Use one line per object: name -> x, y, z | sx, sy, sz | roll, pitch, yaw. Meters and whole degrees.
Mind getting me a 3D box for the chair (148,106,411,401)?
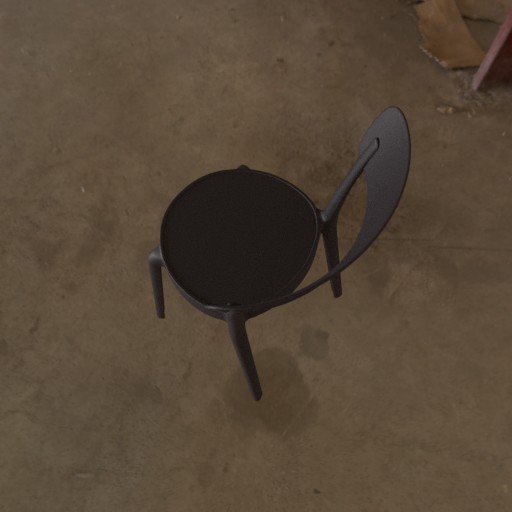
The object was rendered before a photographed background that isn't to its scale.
chair -> 0.000, 0.000, 1.105 | 0.491, 0.790, 0.506 | 36, 69, 16
